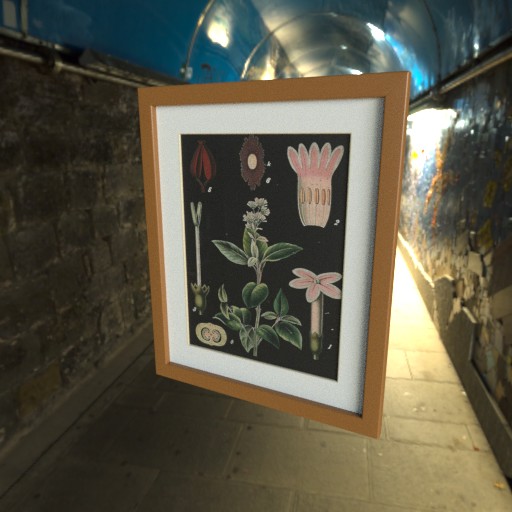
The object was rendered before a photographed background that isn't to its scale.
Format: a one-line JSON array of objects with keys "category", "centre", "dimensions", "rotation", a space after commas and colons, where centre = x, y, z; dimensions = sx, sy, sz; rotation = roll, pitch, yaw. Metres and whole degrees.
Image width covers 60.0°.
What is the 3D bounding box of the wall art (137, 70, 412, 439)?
[{"category": "wall art", "centre": [0.000, 0.000, 0.744], "dimensions": [0.449, 0.550, 0.021], "rotation": [8, 17, 26]}]
